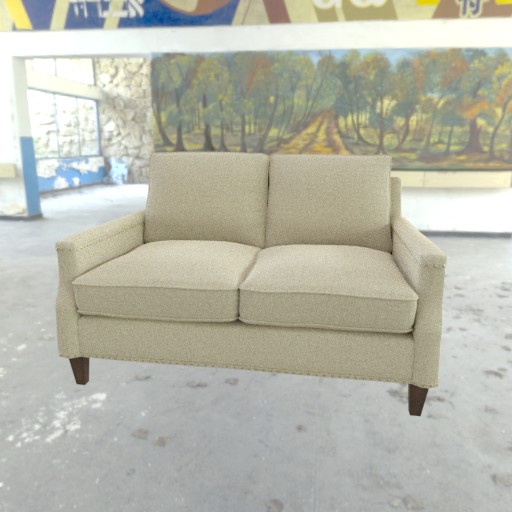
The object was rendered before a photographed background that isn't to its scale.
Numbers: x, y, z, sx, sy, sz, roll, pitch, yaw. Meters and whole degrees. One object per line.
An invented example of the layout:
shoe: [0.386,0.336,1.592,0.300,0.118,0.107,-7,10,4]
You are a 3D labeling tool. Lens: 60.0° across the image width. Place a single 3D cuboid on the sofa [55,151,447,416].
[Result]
sofa: [0.000,0.000,2.221,1.597,1.003,1.084,2,14,9]
